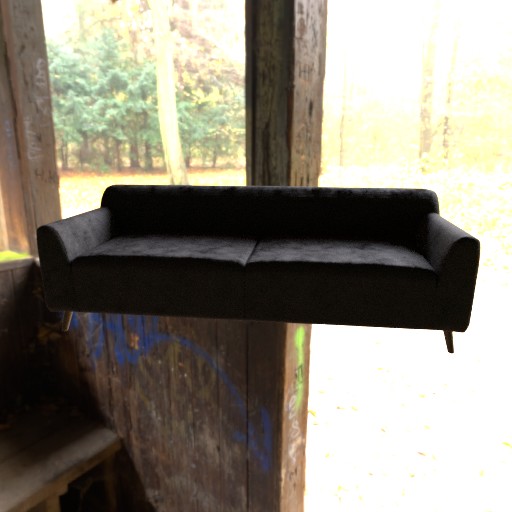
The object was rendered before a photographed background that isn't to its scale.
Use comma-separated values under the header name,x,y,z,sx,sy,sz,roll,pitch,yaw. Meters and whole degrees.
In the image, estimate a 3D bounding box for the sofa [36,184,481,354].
name,x,y,z,sx,sy,sz,roll,pitch,yaw
sofa,0.000,0.000,2.618,2.190,0.740,0.900,2,15,7
